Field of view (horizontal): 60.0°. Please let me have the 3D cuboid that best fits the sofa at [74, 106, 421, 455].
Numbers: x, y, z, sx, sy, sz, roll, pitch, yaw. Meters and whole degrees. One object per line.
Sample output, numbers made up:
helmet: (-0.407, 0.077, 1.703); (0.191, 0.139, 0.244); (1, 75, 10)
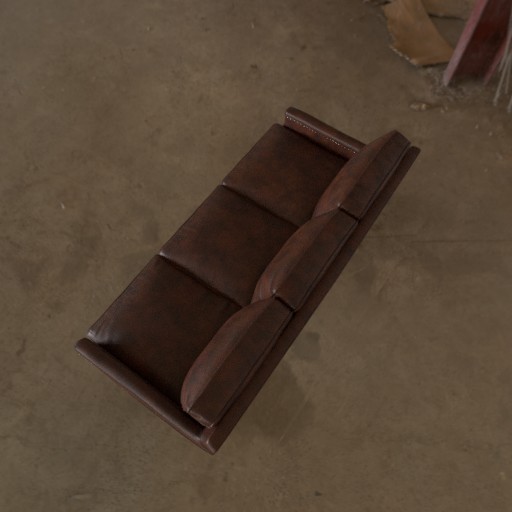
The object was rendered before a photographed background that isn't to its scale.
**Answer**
sofa: (0.000, 0.000, 2.859); (1.084, 1.003, 2.240); (32, 68, 15)
